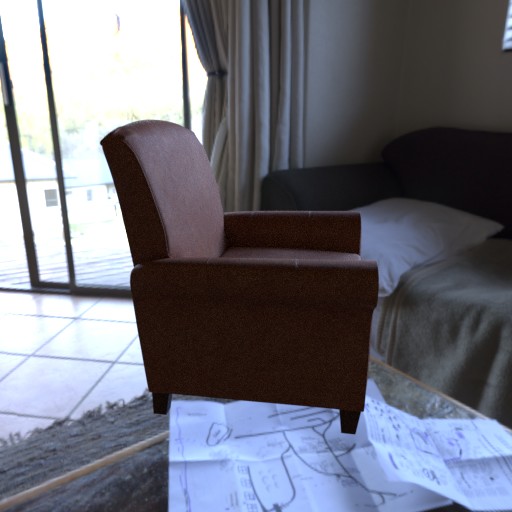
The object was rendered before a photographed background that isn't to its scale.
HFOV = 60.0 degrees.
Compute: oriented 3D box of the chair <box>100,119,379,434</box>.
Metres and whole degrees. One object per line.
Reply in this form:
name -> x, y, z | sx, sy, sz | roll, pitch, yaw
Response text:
chair -> 0.000, 0.000, 1.800 | 0.902, 1.061, 0.978 | 3, 16, 9
